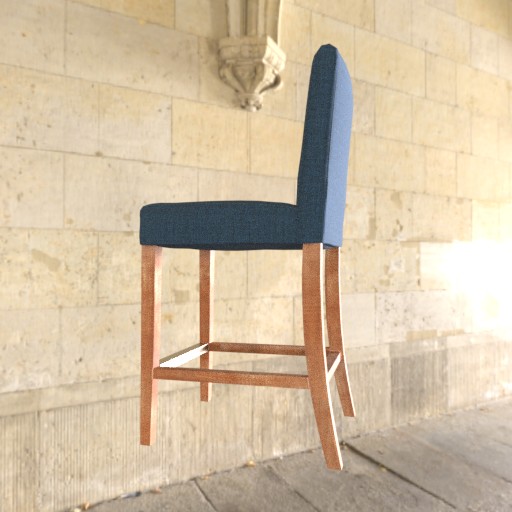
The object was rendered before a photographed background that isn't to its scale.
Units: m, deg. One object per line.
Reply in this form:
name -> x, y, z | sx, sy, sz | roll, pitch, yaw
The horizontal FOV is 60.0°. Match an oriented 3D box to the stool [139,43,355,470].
stool -> 0.000, 0.000, 1.343 | 0.567, 1.039, 0.454 | 0, -1, 17
